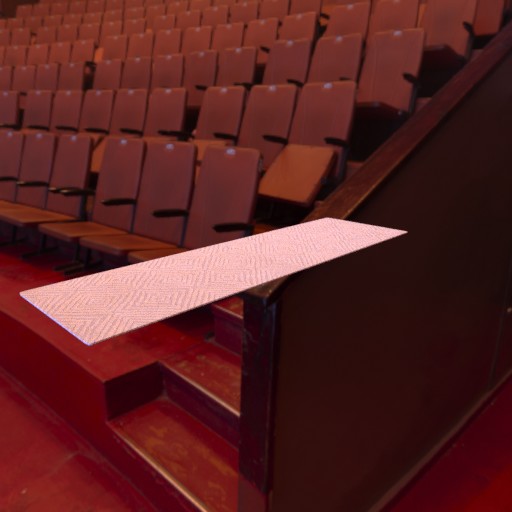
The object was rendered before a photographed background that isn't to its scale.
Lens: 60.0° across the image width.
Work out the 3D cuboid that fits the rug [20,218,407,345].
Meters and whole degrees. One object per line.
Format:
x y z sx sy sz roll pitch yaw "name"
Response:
0.000 0.000 2.489 0.676 0.008 2.277 16 23 42 "rug"
